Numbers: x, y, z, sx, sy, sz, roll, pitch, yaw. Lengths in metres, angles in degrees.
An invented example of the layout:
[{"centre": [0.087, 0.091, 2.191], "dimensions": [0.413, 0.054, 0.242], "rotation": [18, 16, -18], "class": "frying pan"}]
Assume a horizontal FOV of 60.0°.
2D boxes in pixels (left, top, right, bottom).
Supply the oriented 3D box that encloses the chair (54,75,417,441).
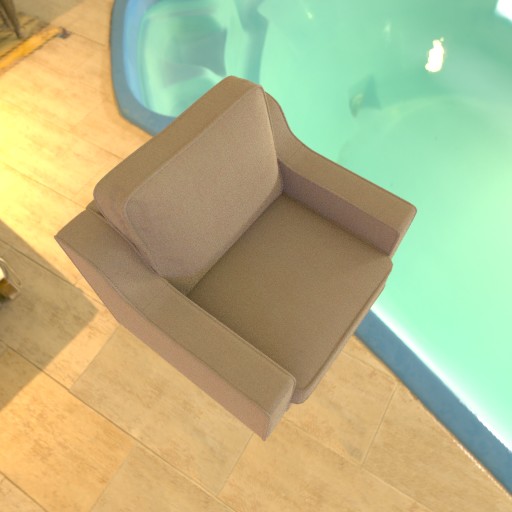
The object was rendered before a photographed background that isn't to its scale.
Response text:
[{"centre": [0.000, 0.000, 1.659], "dimensions": [0.882, 0.948, 0.922], "rotation": [33, 65, 18], "class": "chair"}]
